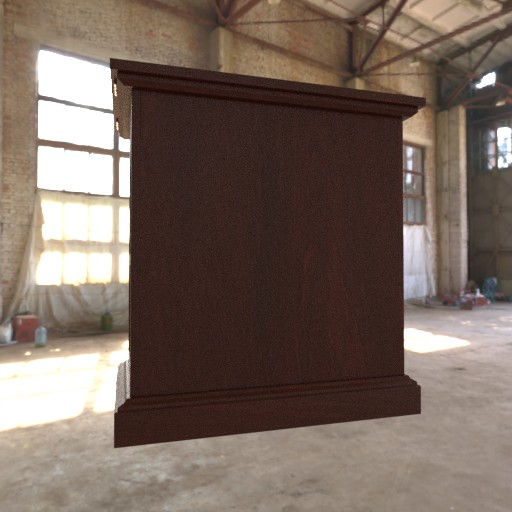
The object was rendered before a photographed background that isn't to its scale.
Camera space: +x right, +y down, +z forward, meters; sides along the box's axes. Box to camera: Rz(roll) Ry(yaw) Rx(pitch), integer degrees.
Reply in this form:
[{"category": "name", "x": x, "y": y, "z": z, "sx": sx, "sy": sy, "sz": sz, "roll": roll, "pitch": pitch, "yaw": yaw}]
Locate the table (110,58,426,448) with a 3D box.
[{"category": "table", "x": 0.000, "y": 0.000, "z": 0.942, "sx": 0.584, "sy": 0.612, "sz": 0.356, "roll": 0, "pitch": -1, "yaw": -17}]
